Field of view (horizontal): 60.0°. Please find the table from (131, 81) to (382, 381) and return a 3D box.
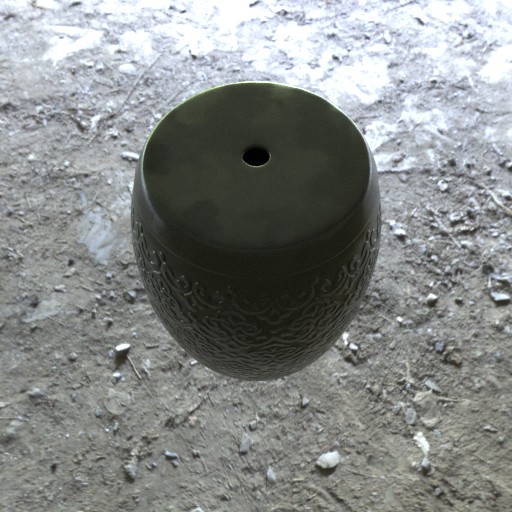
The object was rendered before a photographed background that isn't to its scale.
[{"bbox_3d":[0.000,0.000,0.612,0.309,0.397,0.309,0,59,0],"label":"table"}]
